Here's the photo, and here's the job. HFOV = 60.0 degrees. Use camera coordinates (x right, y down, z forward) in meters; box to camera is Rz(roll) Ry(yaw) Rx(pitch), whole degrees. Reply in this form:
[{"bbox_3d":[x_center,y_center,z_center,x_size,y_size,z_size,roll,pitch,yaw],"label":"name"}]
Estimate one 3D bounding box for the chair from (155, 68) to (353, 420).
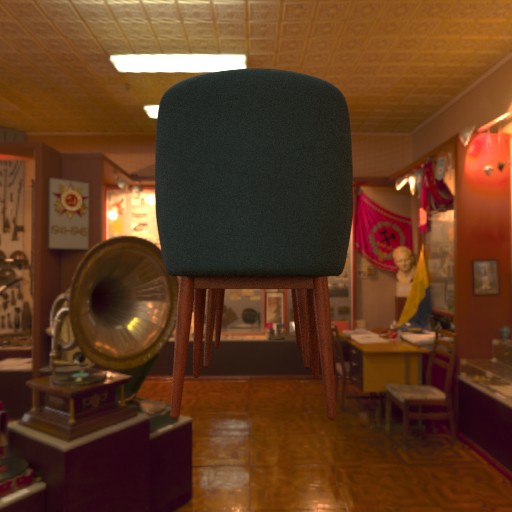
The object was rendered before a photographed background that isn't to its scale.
[{"bbox_3d":[0.000,0.000,1.590,0.584,0.866,1.114,0,-1,1],"label":"chair"}]
